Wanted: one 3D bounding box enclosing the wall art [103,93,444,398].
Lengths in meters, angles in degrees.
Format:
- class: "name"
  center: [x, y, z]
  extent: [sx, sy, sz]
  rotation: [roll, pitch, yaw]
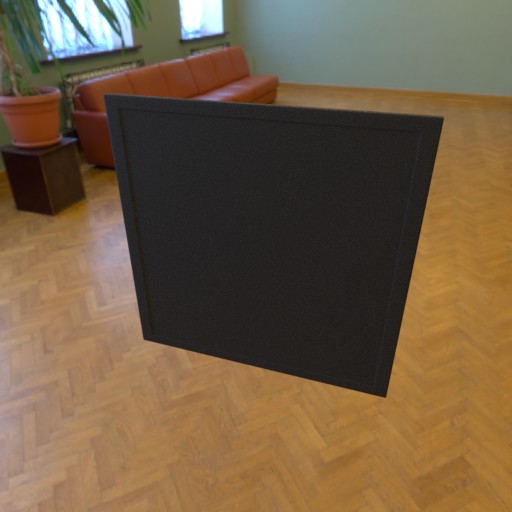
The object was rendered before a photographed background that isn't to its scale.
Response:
- class: "wall art"
  center: [0.000, 0.000, 0.845]
  extent: [0.562, 0.558, 0.012]
  rotation: [10, 31, 16]
